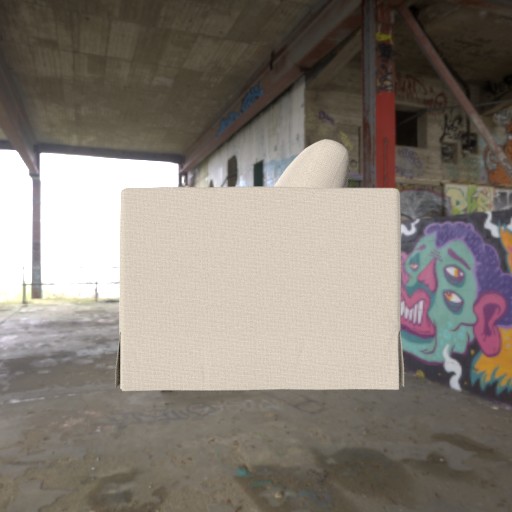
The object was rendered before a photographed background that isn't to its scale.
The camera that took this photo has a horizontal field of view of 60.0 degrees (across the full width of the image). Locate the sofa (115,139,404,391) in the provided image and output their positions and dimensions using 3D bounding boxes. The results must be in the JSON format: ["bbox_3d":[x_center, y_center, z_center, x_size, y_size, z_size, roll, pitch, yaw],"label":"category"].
[{"bbox_3d":[0.000,0.000,2.422,1.009,0.932,1.813,0,0,-1],"label":"sofa"}]
